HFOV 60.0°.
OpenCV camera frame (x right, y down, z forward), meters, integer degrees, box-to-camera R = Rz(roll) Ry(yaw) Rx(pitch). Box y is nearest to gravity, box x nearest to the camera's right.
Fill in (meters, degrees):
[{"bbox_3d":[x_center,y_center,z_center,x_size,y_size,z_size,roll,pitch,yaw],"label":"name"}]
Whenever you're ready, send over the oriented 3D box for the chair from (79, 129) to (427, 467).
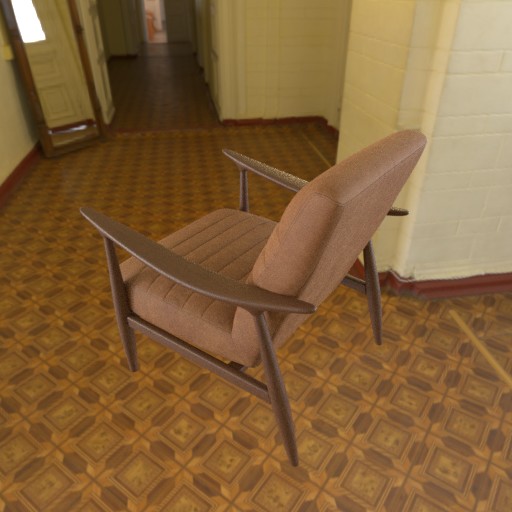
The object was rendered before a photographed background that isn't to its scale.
[{"bbox_3d":[0.000,0.000,1.436,0.798,0.832,0.741,21,37,30],"label":"chair"}]
